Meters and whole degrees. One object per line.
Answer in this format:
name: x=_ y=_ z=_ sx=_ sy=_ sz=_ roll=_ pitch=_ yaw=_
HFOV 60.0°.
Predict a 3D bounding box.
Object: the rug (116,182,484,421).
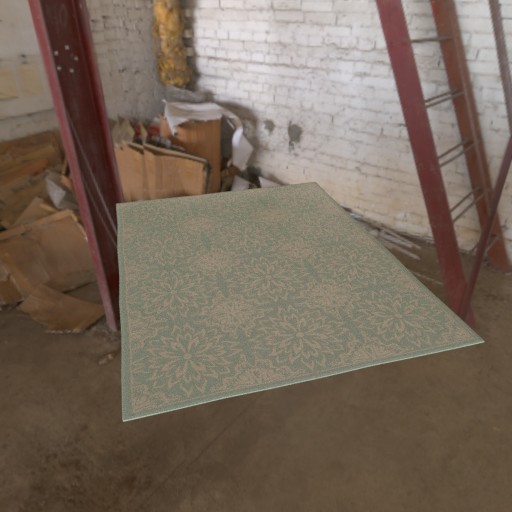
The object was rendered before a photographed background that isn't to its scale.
rug: x=0.000 y=0.000 z=3.938 sx=2.363 sy=0.012 sz=2.980 roll=-8 pitch=32 yaw=-13
